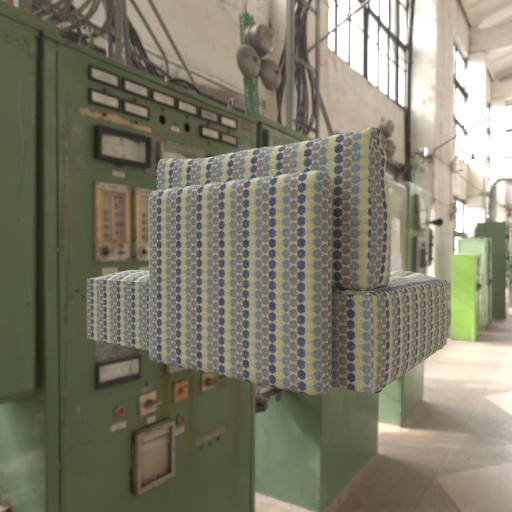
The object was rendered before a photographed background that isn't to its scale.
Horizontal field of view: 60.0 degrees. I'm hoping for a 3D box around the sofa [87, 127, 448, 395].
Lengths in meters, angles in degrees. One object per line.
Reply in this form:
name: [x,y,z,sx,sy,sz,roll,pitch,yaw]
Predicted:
sofa: [0.000,0.000,2.016,1.450,0.820,1.000,0,0,36]
